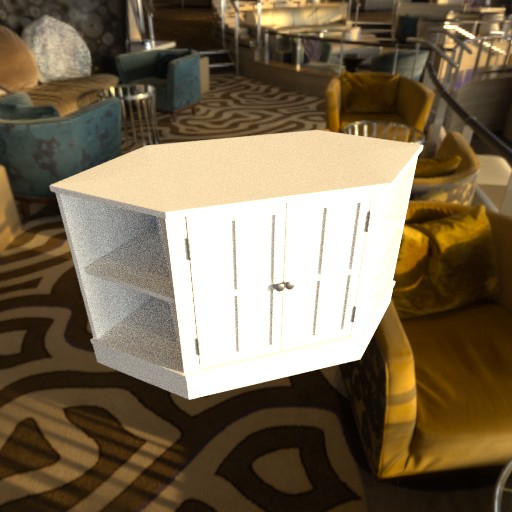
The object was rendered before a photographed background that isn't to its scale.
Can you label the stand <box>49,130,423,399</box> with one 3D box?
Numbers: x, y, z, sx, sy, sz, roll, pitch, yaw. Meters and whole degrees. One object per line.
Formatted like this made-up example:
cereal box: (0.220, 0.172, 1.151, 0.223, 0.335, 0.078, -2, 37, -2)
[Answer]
stand: (0.000, 0.000, 1.394, 1.072, 0.614, 0.477, -9, 33, -14)
